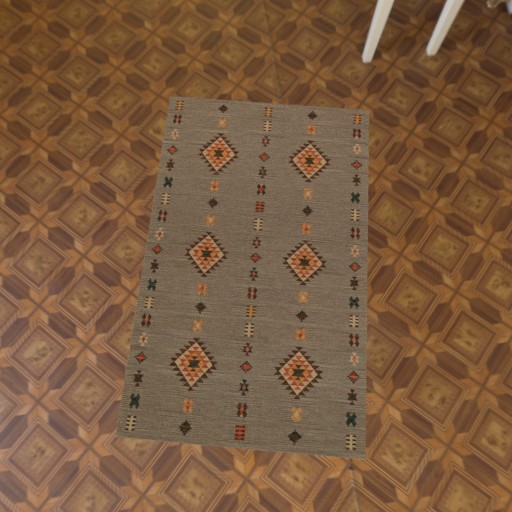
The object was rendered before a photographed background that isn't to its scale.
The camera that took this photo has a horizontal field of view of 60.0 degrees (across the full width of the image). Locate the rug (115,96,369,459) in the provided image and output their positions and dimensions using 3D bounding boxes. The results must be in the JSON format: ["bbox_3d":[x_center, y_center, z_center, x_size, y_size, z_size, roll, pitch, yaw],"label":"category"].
[{"bbox_3d":[0.000,0.000,3.016,1.515,0.007,2.427,5,73,1],"label":"rug"}]
